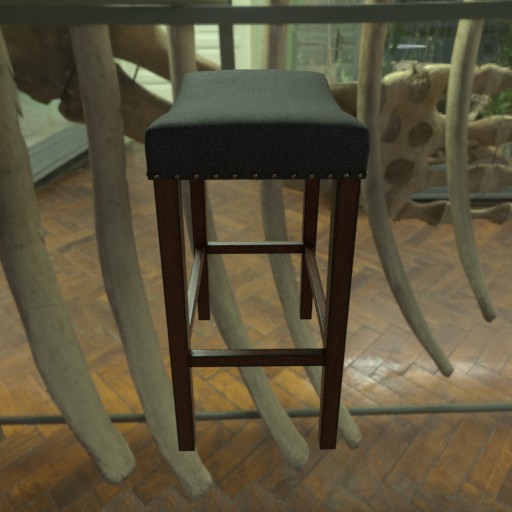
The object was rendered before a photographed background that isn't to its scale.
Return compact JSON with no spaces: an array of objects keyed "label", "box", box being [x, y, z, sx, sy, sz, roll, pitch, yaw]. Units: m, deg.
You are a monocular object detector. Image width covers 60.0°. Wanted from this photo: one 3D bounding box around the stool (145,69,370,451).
[{"label":"stool","box":[0.000,0.000,1.048,0.366,0.760,0.502,0,32,-1]}]
